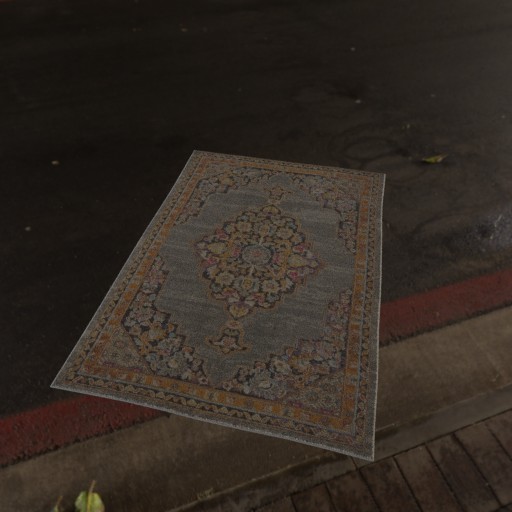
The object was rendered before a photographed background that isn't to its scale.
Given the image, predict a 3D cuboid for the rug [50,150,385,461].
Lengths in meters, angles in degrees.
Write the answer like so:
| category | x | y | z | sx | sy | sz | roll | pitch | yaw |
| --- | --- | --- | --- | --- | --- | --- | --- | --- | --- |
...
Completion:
| category | x | y | z | sx | sy | sz | roll | pitch | yaw |
| --- | --- | --- | --- | --- | --- | --- | --- | --- | --- |
| rug | 0.000 | 0.000 | 3.665 | 2.043 | 0.026 | 2.901 | 9 | 46 | 9 |
